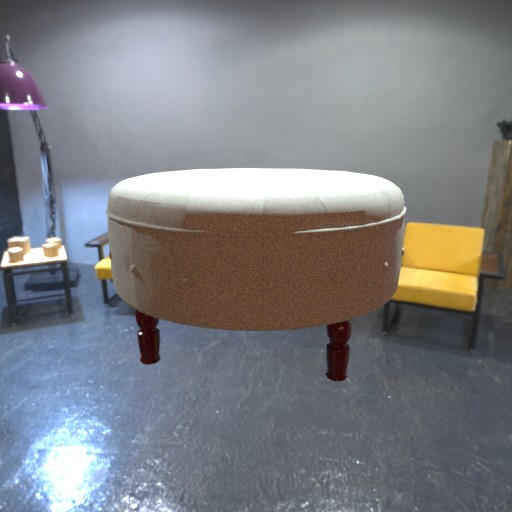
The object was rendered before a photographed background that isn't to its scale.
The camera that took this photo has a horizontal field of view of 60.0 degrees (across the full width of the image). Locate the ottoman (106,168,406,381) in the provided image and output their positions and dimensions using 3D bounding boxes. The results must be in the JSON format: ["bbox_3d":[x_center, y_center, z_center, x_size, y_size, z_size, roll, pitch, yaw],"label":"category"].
[{"bbox_3d":[0.000,0.000,1.361,0.850,0.483,0.850,0,16,0],"label":"ottoman"}]
